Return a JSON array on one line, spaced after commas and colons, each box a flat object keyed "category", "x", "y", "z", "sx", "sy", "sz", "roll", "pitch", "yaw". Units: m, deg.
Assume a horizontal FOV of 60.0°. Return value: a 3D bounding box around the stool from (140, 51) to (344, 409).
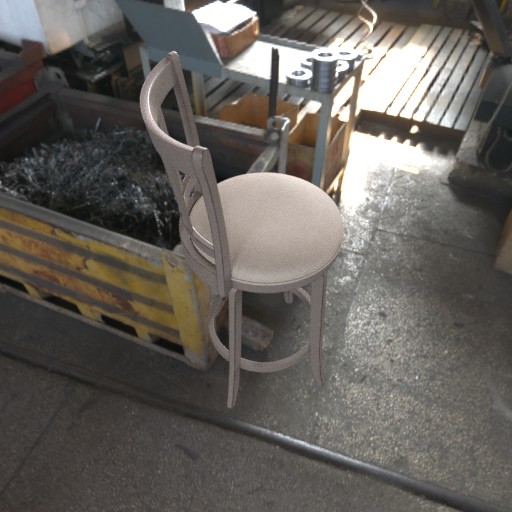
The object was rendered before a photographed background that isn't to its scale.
[{"category": "stool", "x": 0.000, "y": 0.000, "z": 1.280, "sx": 0.475, "sy": 1.023, "sz": 0.436, "roll": -11, "pitch": 48, "yaw": -10}]
